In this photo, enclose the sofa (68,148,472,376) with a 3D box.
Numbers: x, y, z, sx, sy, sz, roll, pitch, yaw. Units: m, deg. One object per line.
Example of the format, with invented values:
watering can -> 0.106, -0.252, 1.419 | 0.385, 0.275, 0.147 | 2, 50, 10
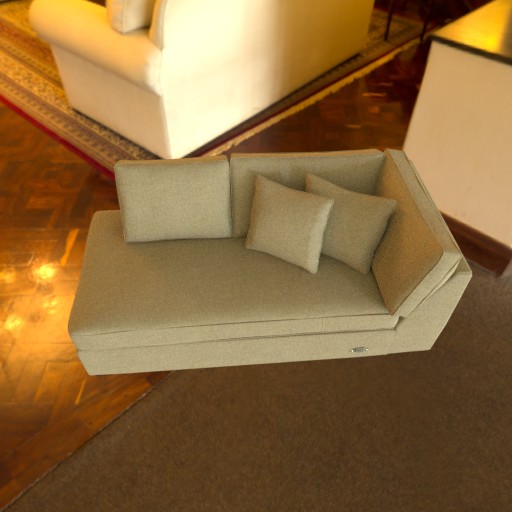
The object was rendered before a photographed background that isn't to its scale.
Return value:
sofa -> 0.000, 0.000, 2.851 | 2.238, 1.019, 1.110 | -3, 47, -3
